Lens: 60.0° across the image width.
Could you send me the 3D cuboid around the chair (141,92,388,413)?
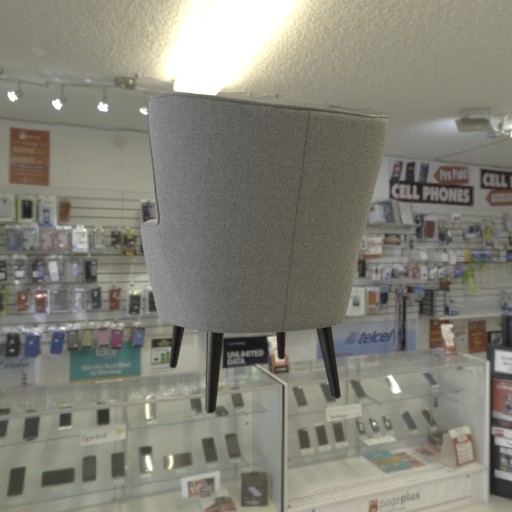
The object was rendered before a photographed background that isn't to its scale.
[{"bbox_3d":[0.000,0.000,1.585,0.781,0.933,0.888,0,0,-18],"label":"chair"}]
